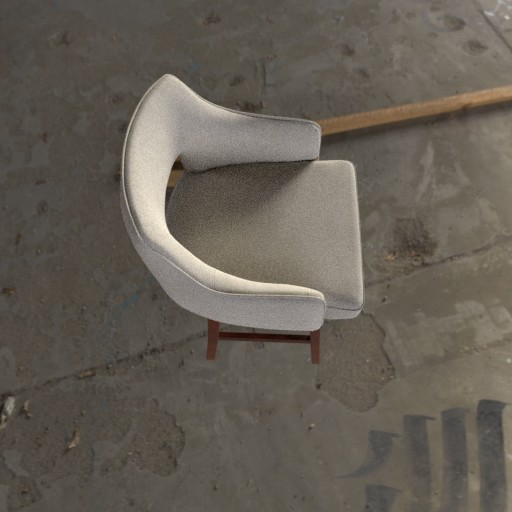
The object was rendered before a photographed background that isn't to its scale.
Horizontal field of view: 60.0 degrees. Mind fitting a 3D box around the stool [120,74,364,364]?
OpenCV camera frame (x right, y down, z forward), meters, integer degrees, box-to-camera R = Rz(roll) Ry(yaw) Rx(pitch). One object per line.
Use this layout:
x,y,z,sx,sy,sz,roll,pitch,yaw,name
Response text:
0.000,0.000,1.362,0.560,1.041,0.550,2,64,1,stool
